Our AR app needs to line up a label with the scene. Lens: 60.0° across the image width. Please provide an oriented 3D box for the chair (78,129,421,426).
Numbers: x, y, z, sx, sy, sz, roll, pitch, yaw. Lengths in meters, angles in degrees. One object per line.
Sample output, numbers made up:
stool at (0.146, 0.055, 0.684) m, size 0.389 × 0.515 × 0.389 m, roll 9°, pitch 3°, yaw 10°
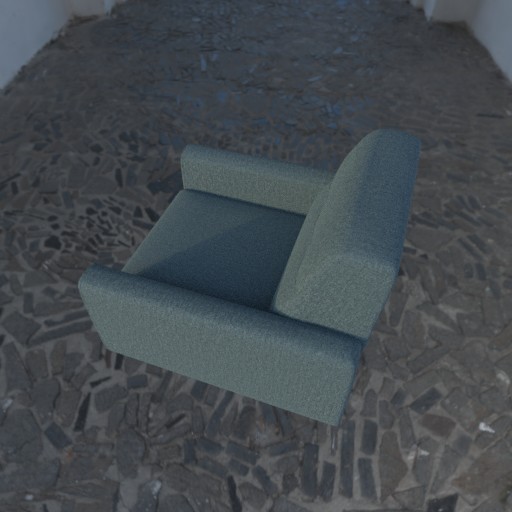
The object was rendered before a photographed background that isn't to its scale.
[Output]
chair at (0.000, 0.000, 1.708) m, size 0.964 × 0.940 × 0.880 m, roll 15°, pitch 49°, yaw 13°
